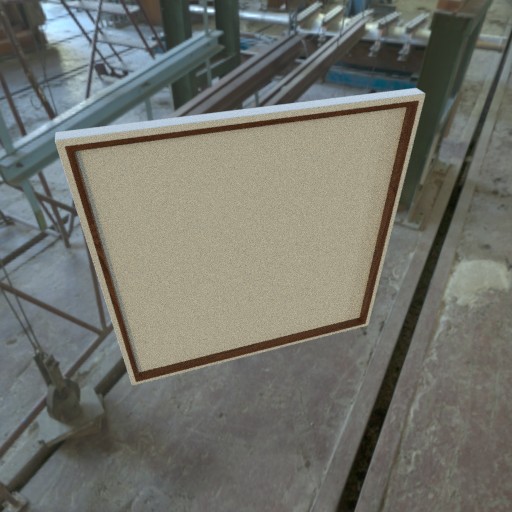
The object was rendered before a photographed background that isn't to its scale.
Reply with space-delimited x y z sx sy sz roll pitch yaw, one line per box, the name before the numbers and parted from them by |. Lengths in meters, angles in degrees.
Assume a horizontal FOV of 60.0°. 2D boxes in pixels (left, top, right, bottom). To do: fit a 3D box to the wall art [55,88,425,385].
wall art | 0.000 0.000 1.127 0.757 0.757 0.037 -11 42 -13
